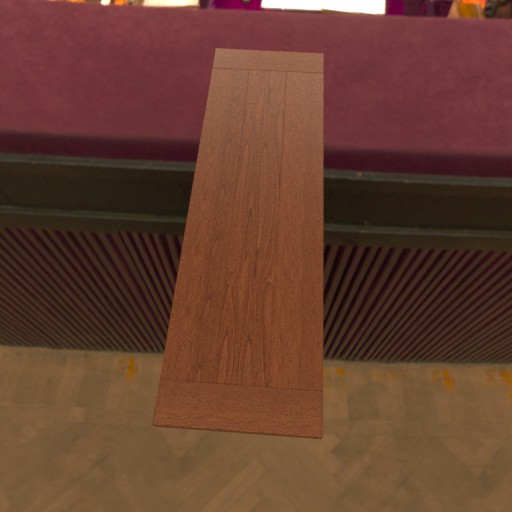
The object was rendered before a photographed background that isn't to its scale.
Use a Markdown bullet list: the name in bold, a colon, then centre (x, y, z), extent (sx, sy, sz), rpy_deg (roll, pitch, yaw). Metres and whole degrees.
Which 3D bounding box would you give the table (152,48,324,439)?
- **table**: centre (0.000, 0.000, 1.874), extent (0.461, 0.852, 1.478), rpy_deg (4, 63, 2)
